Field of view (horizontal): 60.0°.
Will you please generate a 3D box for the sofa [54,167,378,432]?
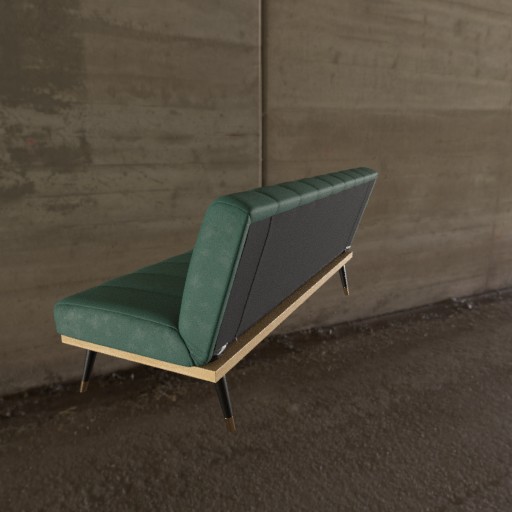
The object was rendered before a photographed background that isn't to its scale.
[{"bbox_3d":[0.000,0.000,2.235,0.830,0.820,1.810,7,16,25],"label":"sofa"}]
